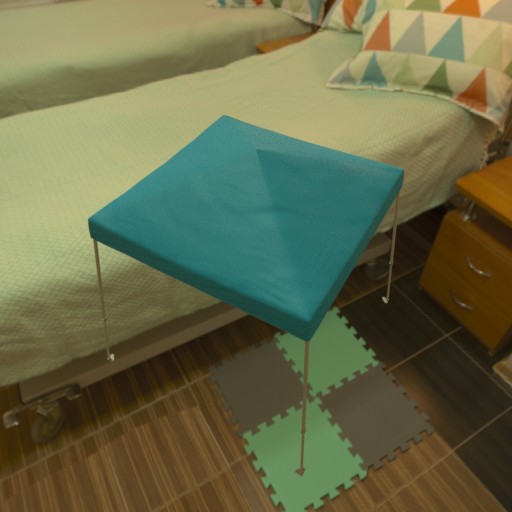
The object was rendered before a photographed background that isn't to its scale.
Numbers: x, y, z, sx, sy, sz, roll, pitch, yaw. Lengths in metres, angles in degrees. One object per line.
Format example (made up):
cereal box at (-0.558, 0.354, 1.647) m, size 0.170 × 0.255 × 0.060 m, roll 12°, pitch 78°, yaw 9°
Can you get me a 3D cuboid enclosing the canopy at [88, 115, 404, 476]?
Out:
canopy at (0.000, 0.000, 6.504) m, size 3.600 × 3.600 × 3.599 m, roll 23°, pitch 50°, yaw 21°
